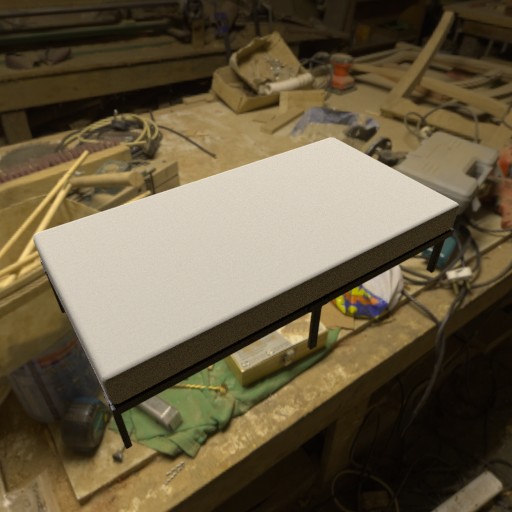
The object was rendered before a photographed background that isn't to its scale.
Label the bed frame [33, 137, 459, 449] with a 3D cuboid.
[{"bbox_3d":[0.000,0.000,3.222,2.635,0.680,1.393,-24,45,-26],"label":"bed frame"}]
